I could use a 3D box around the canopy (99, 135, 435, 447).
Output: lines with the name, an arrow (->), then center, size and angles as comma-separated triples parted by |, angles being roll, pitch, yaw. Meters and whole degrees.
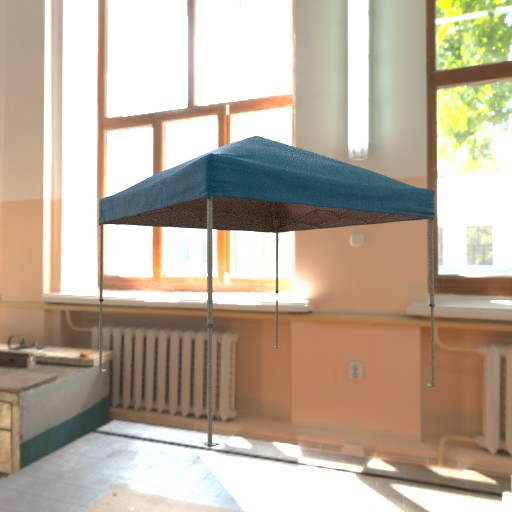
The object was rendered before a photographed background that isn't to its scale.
canopy -> 0.000, 0.000, 5.475 | 2.998, 2.997, 2.996 | 1, -1, -35
